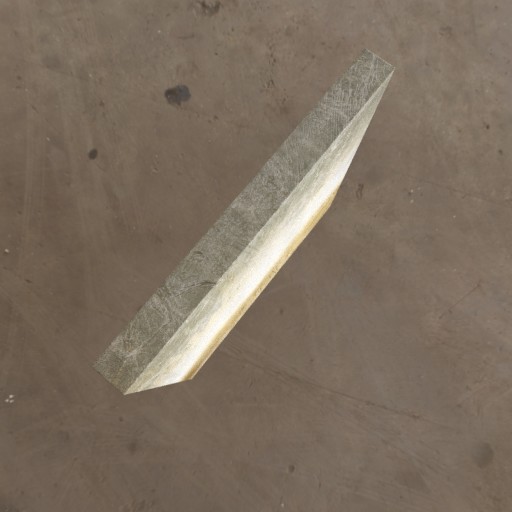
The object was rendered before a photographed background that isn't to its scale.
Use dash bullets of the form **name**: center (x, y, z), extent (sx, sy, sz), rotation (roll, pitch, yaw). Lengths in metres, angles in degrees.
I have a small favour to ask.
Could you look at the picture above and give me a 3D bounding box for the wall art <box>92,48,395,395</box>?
- **wall art**: center (0.000, 0.000, 0.612), extent (0.038, 0.407, 0.405), rotation (38, 79, 8)
